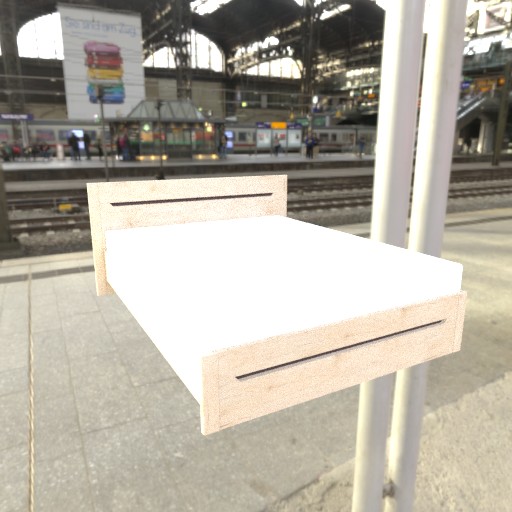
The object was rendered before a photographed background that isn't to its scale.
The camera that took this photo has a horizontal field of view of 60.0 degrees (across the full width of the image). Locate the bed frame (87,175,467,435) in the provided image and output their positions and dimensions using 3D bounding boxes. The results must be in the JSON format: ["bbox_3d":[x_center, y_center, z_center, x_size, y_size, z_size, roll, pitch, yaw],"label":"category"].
[{"bbox_3d":[0.000,0.000,3.032,1.800,0.900,2.080,-8,16,-28],"label":"bed frame"}]
